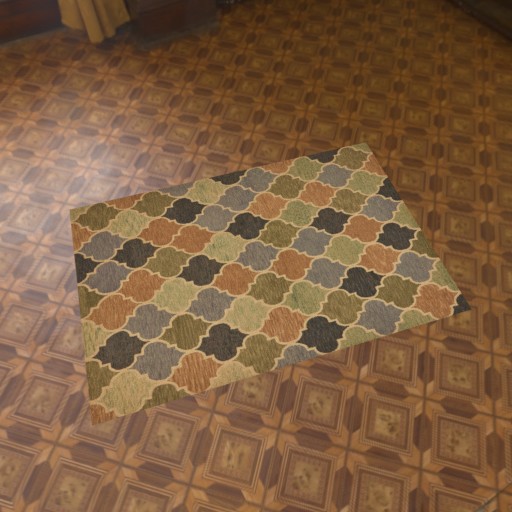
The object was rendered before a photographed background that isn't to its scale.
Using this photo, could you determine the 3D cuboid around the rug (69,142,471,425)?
[{"bbox_3d":[0.000,0.000,2.919,2.284,0.006,1.521,-15,58,-9],"label":"rug"}]
